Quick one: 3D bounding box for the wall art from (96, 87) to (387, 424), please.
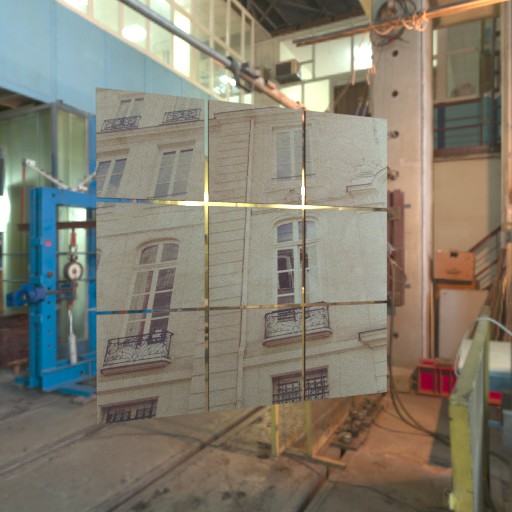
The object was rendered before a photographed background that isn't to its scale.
[{"bbox_3d":[0.000,0.000,1.801,1.221,1.218,0.024,0,0,-18],"label":"wall art"}]
